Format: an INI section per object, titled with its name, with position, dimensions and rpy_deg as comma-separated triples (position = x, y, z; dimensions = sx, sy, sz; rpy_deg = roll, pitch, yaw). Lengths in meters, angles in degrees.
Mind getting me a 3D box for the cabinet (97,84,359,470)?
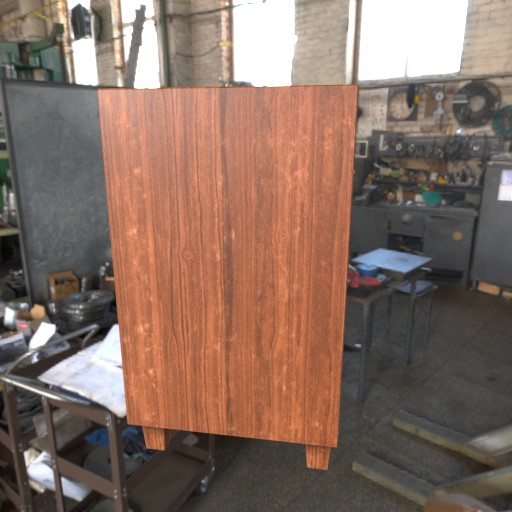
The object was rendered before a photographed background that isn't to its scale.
[cabinet]
position = 0.000, 0.000, 1.046
dimensions = 0.410, 0.695, 0.607
rpy_deg = 3, 16, 9
